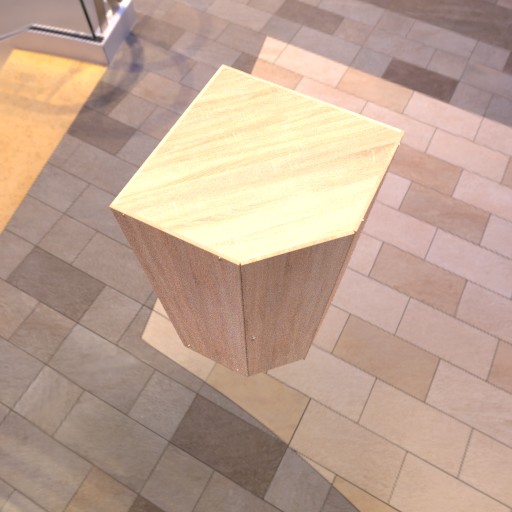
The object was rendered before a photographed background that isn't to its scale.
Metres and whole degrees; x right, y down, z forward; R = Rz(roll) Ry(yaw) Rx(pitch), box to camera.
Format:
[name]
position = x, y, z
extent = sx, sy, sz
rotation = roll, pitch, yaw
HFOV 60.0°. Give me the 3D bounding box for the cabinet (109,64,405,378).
[cabinet]
position = 0.000, 0.000, 2.891
extent = 1.327, 2.120, 1.094
rotation = -16, 64, -8
